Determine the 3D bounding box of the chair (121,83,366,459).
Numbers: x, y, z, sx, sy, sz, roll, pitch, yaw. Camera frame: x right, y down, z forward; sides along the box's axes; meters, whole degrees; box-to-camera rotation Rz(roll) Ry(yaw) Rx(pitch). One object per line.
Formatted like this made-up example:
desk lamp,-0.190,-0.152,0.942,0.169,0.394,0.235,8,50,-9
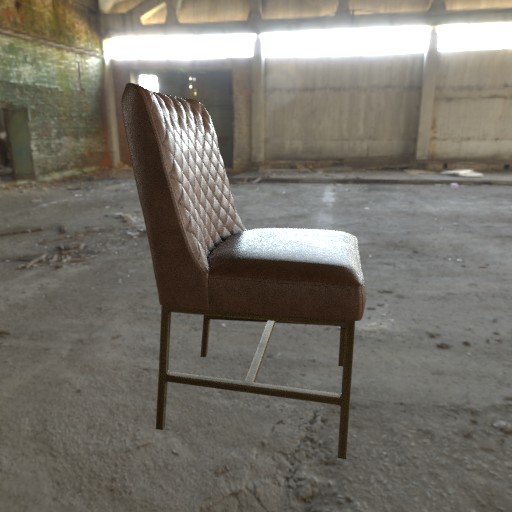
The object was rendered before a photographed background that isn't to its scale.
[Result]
chair,0.000,0.000,1.254,0.587,0.889,0.508,3,16,10
